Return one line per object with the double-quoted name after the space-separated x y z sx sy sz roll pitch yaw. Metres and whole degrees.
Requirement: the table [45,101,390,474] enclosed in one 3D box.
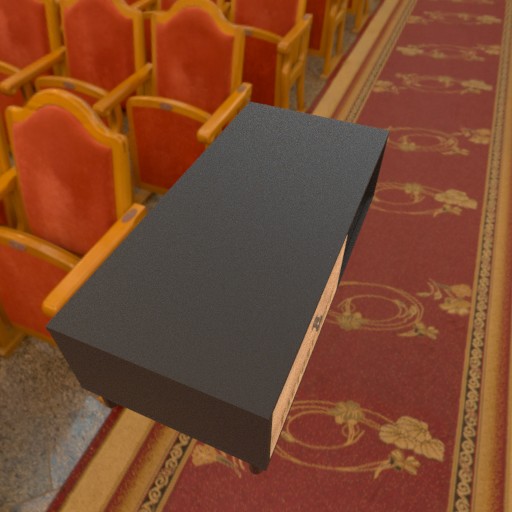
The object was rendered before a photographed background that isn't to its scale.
0.000 0.000 1.384 0.550 0.400 1.100 17 49 16 "table"
